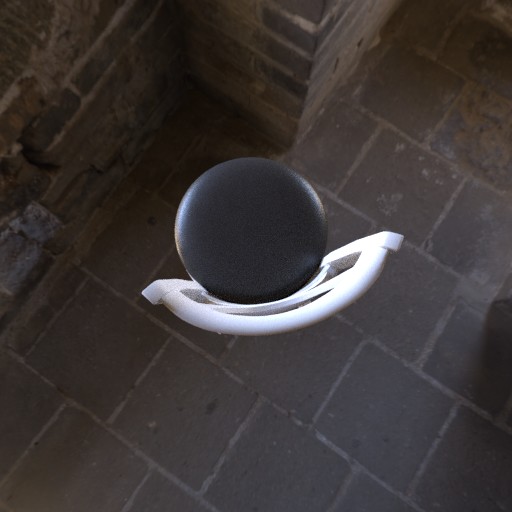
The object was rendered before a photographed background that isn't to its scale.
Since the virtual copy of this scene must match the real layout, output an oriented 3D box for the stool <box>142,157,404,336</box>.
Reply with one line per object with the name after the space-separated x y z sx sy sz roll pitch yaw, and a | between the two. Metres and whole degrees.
0.000 0.000 1.226 0.444 0.953 0.508 -12 76 -3 | stool
